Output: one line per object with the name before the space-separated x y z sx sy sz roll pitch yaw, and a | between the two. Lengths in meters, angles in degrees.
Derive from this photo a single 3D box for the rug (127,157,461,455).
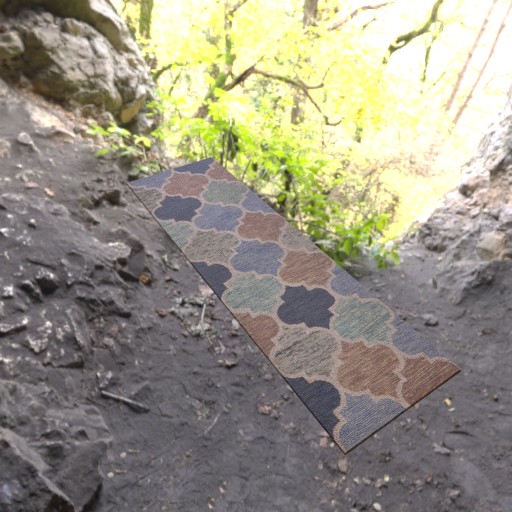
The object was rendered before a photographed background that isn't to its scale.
rug | 0.000 0.000 2.545 0.687 0.011 2.287 -23 47 -24
